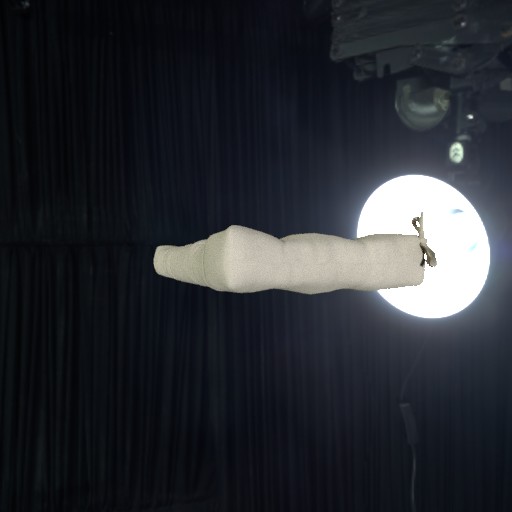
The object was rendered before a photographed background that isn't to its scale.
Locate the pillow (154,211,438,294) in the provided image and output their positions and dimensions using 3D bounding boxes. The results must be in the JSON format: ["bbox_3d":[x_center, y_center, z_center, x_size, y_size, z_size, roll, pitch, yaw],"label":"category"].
[{"bbox_3d":[0.000,0.000,1.376,0.511,0.174,1.194,0,-1,-19],"label":"pillow"}]
